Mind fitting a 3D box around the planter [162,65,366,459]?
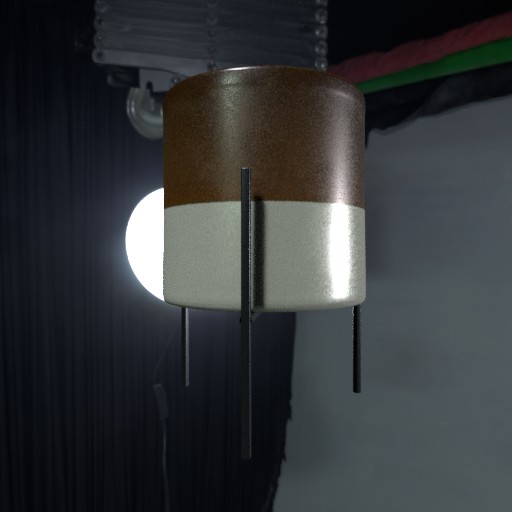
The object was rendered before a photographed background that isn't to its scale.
[{"bbox_3d":[0.000,0.000,0.558,0.269,0.375,0.255,0,0,36],"label":"planter"}]
